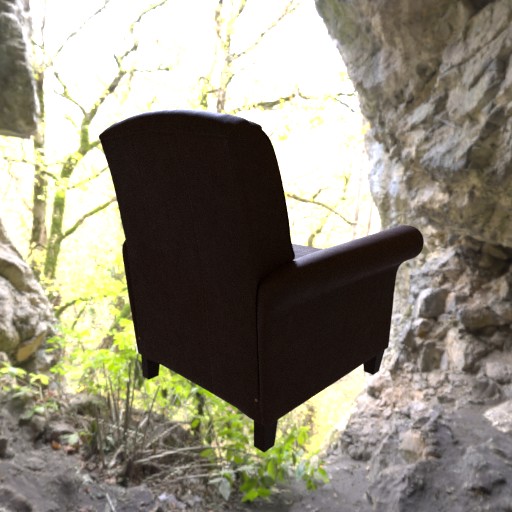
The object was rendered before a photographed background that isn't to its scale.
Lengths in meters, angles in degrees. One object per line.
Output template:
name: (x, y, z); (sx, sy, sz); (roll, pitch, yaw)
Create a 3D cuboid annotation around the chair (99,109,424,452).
chair: (0.000, 0.000, 1.763); (0.978, 1.061, 0.902); (13, 19, 42)
